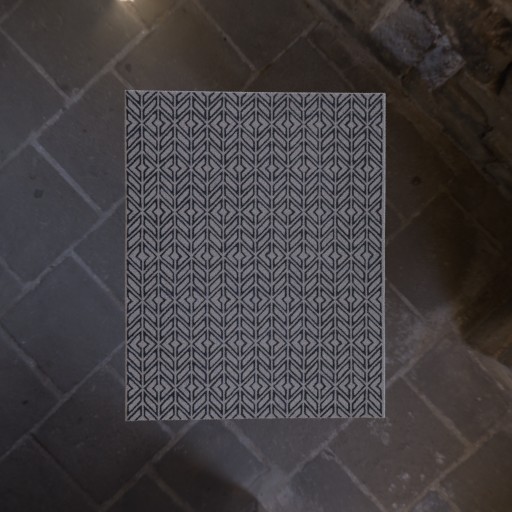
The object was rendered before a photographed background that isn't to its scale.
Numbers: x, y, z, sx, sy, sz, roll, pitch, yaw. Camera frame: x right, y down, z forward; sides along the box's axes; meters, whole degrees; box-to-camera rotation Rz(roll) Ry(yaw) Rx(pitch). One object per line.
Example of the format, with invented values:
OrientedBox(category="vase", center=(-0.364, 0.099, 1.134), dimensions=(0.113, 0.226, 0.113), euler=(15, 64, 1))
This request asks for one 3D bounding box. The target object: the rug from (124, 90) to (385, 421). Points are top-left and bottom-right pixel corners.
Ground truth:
OrientedBox(category="rug", center=(0.000, 0.000, 4.120), dimensions=(2.421, 0.008, 3.045), euler=(0, 90, -2))
